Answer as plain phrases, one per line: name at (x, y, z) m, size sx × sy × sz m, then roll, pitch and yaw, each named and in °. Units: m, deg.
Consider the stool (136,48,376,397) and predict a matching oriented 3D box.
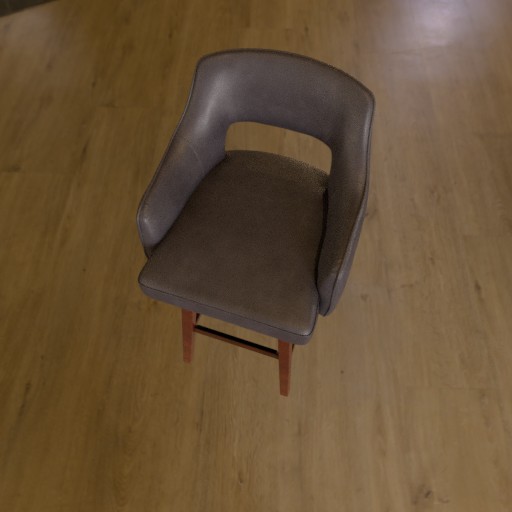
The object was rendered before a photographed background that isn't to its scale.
stool at (0.000, 0.000, 1.370) m, size 0.550 × 1.041 × 0.560 m, roll 16°, pitch 61°, yaw 9°
